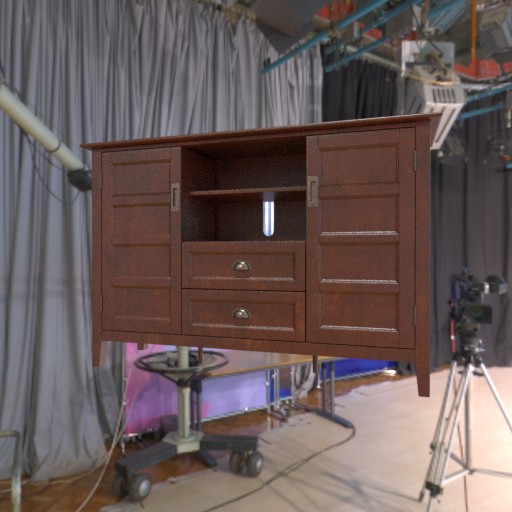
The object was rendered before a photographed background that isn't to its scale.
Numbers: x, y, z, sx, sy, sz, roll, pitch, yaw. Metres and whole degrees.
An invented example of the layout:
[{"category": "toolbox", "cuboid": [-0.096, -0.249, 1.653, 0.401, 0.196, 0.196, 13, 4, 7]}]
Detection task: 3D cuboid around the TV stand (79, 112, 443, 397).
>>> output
[{"category": "TV stand", "cuboid": [0.000, 0.000, 1.812, 1.372, 0.915, 0.445, 0, 0, 18]}]
